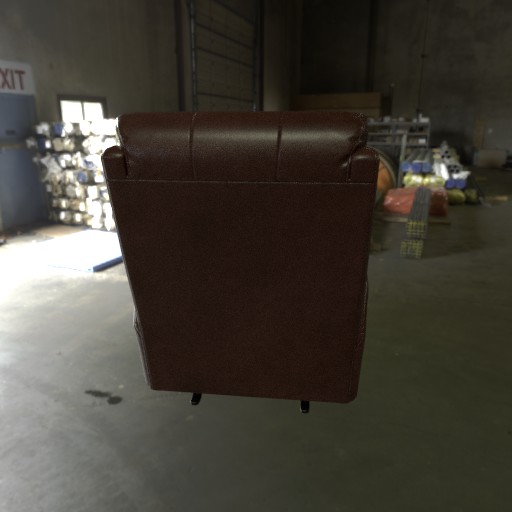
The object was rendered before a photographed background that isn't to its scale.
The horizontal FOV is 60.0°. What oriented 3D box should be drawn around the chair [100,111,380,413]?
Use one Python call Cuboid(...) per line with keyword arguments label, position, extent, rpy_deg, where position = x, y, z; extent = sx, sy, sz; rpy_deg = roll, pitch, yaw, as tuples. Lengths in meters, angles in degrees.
Cuboid(label="chair", position=(0.000, 0.000, 1.667), extent=(0.787, 1.016, 0.939), rpy_deg=(2, 17, 6))
